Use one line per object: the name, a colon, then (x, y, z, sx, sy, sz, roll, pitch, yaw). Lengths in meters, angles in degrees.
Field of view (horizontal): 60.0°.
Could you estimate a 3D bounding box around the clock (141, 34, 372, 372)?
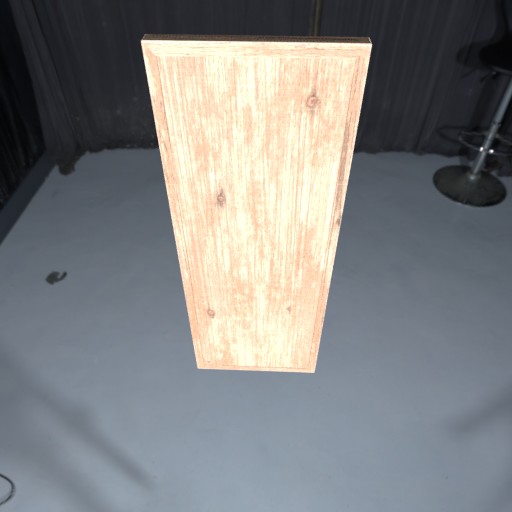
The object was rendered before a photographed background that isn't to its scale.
clock: (0.000, 0.000, 1.040, 0.361, 0.965, 0.030, 2, 45, 2)
